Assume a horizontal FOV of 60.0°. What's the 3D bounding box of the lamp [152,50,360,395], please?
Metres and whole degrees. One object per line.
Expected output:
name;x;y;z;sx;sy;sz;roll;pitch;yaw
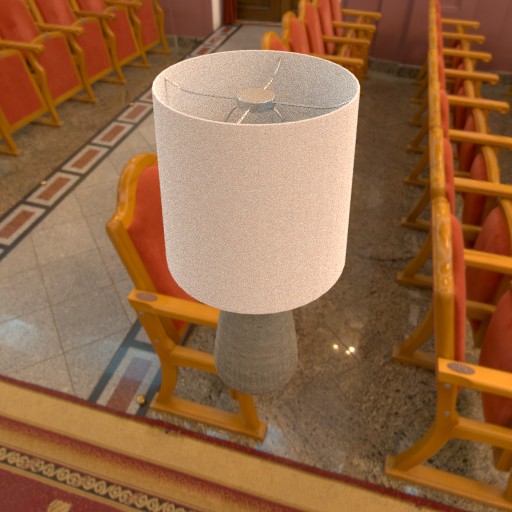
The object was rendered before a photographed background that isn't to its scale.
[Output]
lamp;0.000;0.000;0.475;0.186;0.369;0.186;0;41;0
